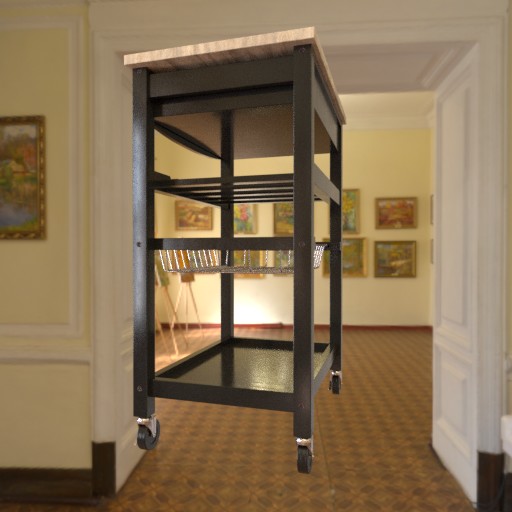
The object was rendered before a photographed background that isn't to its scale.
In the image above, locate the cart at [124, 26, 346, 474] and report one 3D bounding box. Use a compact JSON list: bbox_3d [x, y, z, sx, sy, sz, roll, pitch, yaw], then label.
[{"bbox_3d":[0.000,0.000,1.145,0.403,0.839,0.584,0,1,17],"label":"cart"}]
